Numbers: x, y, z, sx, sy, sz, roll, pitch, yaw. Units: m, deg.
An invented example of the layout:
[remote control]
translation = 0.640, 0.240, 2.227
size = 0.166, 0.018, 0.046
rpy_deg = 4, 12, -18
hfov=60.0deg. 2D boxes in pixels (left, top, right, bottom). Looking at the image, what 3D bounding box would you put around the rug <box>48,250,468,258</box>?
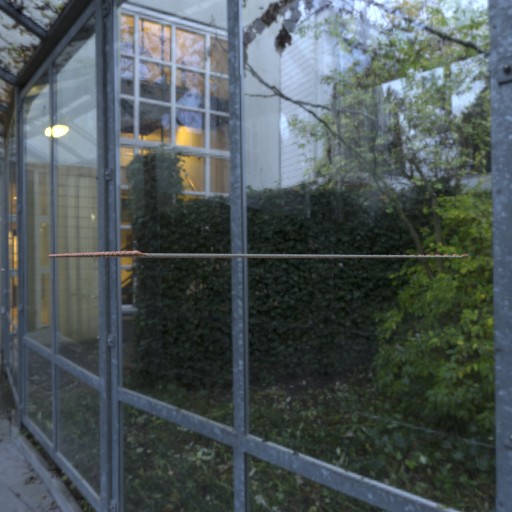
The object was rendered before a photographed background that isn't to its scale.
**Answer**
[rug]
translation = 0.000, 0.000, 4.387
size = 3.369, 0.035, 2.451
rpy_deg = 0, -1, -35
